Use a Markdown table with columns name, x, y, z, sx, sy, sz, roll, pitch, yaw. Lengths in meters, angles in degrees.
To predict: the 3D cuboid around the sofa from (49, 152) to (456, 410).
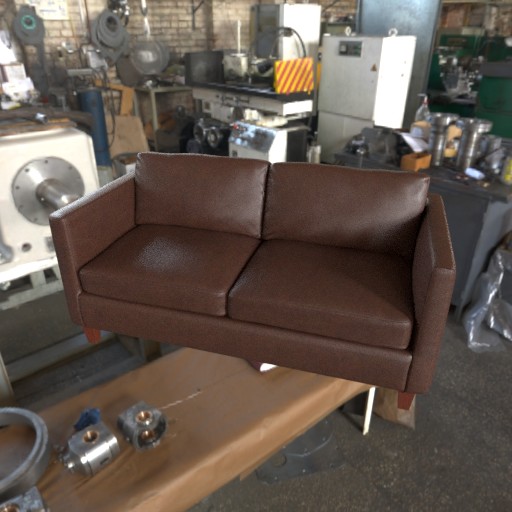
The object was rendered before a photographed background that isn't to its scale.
| name | x | y | z | sx | sy | sz | roll | pitch | yaw |
| --- | --- | --- | --- | --- | --- | --- | --- | --- | --- |
| sofa | 0.000 | 0.000 | 2.423 | 1.883 | 0.933 | 0.951 | 8 | 28 | 15 |
